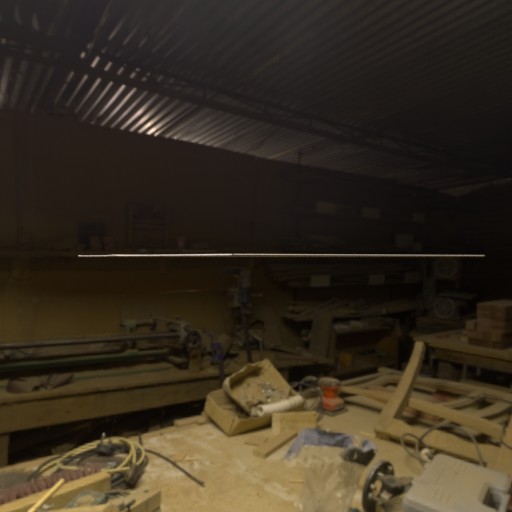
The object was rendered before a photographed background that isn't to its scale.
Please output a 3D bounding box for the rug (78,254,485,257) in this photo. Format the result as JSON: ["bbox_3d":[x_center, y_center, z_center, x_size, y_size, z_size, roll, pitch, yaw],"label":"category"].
[{"bbox_3d":[0.000,0.000,4.095,2.423,0.019,3.009,0,0,-35],"label":"rug"}]
